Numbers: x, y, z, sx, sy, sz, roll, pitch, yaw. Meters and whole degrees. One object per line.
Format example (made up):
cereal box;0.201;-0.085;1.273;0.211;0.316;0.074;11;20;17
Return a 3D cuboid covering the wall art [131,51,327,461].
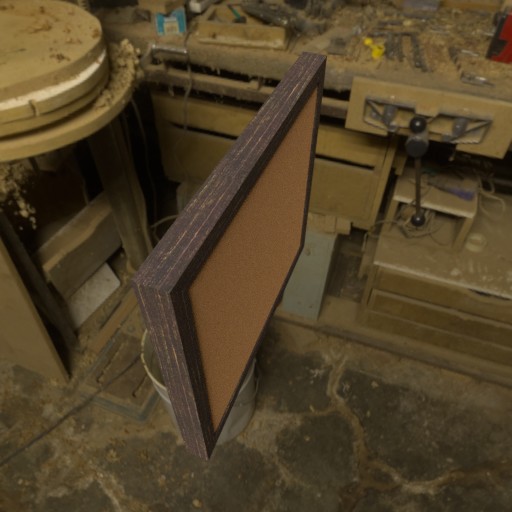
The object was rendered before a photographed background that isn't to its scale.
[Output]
wall art;0.000;0.000;0.533;0.031;0.330;0.381;16;50;14
